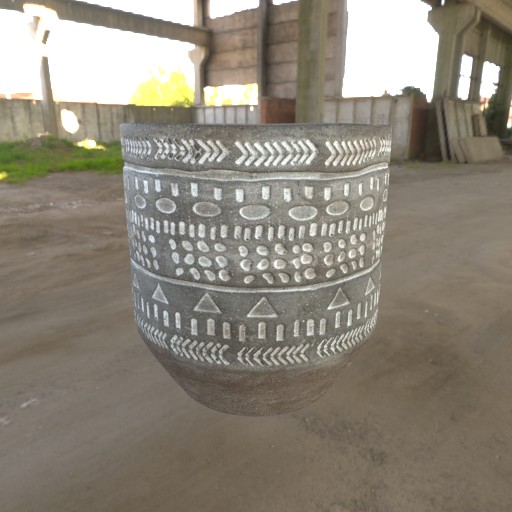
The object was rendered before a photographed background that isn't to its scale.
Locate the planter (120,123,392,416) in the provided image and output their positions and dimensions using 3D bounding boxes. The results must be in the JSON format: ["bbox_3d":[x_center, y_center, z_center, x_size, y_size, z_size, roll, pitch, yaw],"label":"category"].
[{"bbox_3d":[0.000,0.000,0.222,0.122,0.128,0.122,0,17,0],"label":"planter"}]
